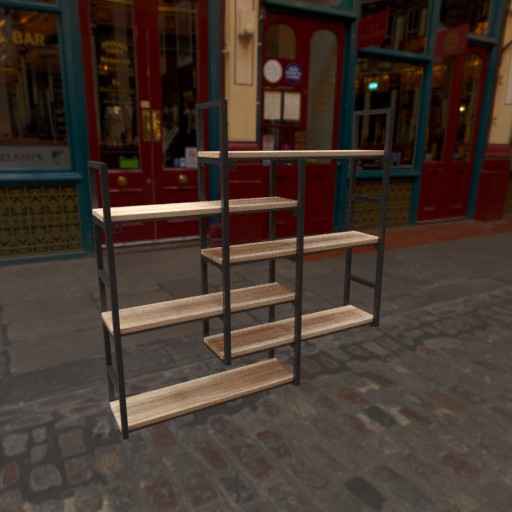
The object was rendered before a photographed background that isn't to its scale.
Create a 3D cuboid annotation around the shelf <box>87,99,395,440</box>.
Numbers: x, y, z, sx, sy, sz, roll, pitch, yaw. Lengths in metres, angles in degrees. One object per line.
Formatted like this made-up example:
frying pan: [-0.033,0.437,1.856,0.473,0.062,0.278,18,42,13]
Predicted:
shelf: [0.000,0.000,1.418,0.946,0.921,0.183,-8,16,-28]
